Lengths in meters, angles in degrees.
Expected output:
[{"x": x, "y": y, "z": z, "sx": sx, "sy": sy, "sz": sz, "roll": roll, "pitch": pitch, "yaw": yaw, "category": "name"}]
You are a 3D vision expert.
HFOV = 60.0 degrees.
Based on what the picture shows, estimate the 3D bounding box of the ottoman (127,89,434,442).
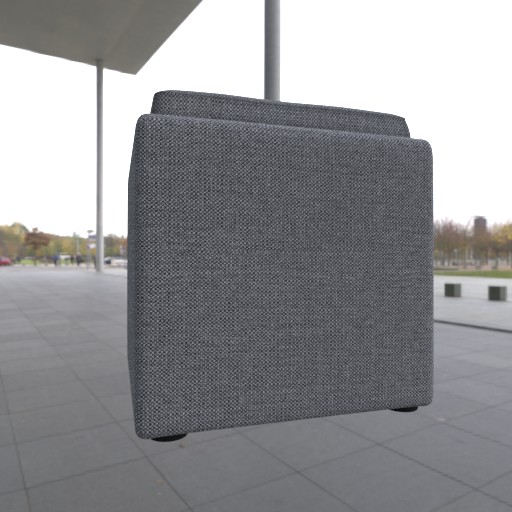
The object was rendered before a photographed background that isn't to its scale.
[{"x": 0.000, "y": 0.000, "z": 0.829, "sx": 0.454, "sy": 0.487, "sz": 0.436, "roll": 0, "pitch": 0, "yaw": -17, "category": "ottoman"}]
